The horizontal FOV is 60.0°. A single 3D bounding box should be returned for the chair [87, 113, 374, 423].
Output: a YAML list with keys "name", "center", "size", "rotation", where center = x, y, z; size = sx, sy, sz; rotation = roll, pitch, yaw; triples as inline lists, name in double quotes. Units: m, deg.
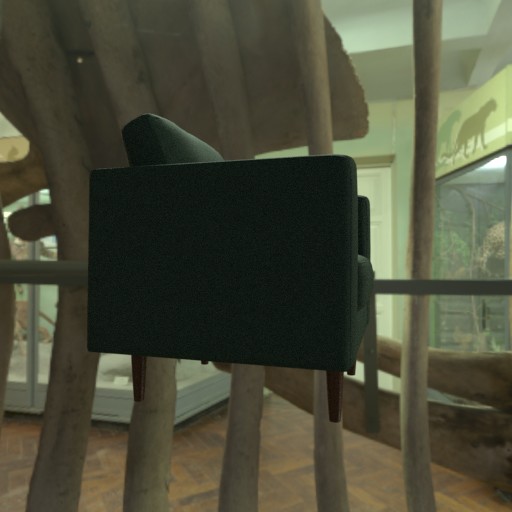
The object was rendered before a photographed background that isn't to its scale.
- name: "chair"
  center: [0.000, 0.000, 1.583]
  size: [0.800, 0.927, 0.855]
  rotation: [0, -1, 17]
